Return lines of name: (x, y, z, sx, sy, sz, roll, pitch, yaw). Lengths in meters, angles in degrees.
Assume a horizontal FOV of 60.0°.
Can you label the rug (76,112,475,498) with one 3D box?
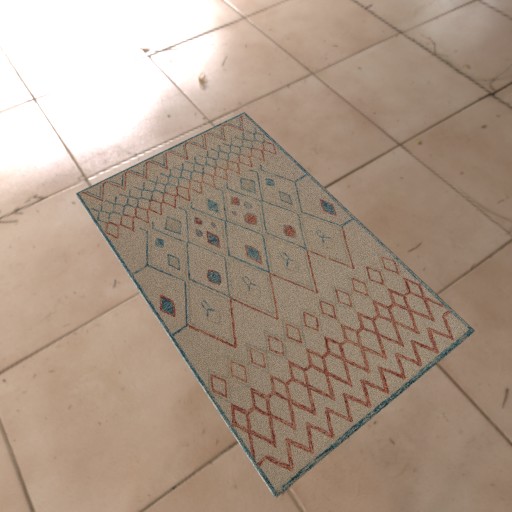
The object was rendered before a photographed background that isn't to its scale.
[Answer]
rug: (0.000, 0.000, 2.980, 1.524, 0.015, 2.438, -32, 63, -18)
